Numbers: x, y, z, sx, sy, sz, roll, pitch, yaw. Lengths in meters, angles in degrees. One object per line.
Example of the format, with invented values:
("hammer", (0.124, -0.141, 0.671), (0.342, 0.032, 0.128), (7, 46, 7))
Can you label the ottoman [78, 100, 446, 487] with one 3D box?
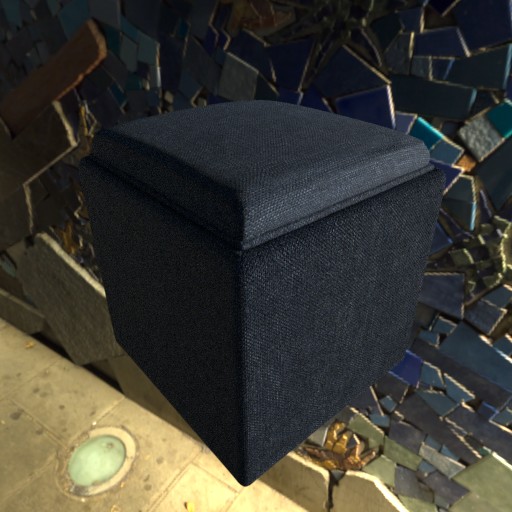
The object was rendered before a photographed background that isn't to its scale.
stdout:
("ottoman", (0.000, 0.000, 0.826), (0.436, 0.493, 0.454), (-24, 39, -34))
